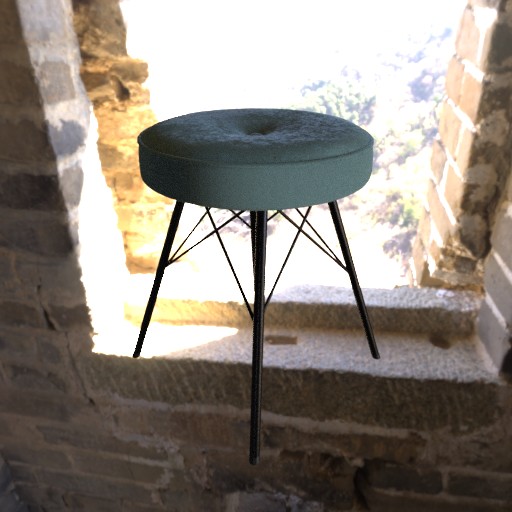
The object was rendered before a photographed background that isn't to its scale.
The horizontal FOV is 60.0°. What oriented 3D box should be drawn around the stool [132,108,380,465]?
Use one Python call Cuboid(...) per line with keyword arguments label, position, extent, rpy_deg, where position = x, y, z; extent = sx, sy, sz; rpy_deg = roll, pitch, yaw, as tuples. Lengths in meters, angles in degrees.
Cuboid(label="stool", position=(0.000, 0.000, 0.889), extent=(0.458, 0.519, 0.457), rpy_deg=(-19, 33, -31))
